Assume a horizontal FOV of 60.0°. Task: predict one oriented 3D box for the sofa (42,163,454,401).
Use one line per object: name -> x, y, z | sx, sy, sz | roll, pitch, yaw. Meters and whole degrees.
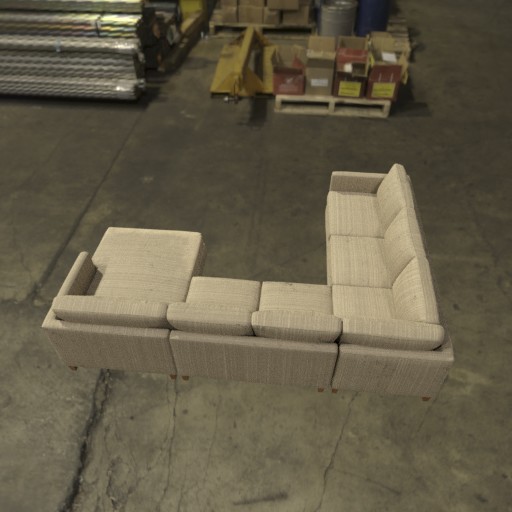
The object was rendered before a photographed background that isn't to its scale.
sofa -> 0.000, 0.000, 4.694 | 3.460, 0.961, 2.594 | 4, 45, 4
